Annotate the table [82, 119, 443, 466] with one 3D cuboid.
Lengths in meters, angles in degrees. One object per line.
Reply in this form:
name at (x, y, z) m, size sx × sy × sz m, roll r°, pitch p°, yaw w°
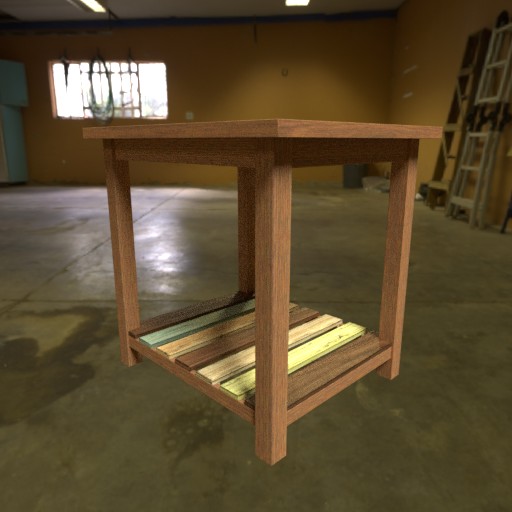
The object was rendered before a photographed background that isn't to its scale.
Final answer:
table at (0.000, 0.000, 1.141) m, size 0.559 × 0.635 × 0.660 m, roll -14°, pitch 20°, yaw -43°
